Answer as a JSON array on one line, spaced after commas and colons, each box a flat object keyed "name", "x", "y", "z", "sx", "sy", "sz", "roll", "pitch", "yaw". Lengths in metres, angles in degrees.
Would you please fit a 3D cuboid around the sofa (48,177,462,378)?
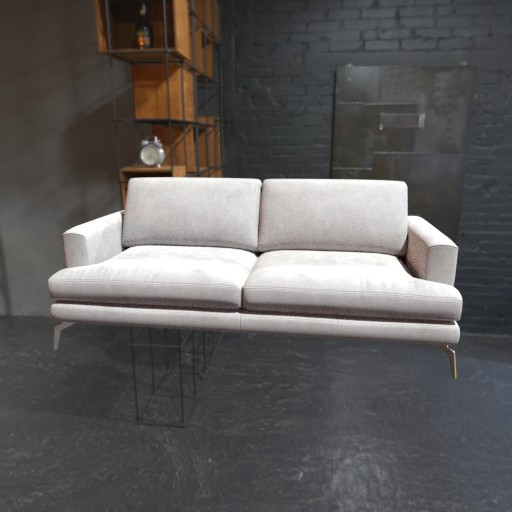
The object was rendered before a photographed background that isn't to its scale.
[{"name": "sofa", "x": 0.000, "y": 0.000, "z": 2.521, "sx": 2.013, "sy": 0.830, "sz": 0.980, "roll": 2, "pitch": 15, "yaw": 8}]
